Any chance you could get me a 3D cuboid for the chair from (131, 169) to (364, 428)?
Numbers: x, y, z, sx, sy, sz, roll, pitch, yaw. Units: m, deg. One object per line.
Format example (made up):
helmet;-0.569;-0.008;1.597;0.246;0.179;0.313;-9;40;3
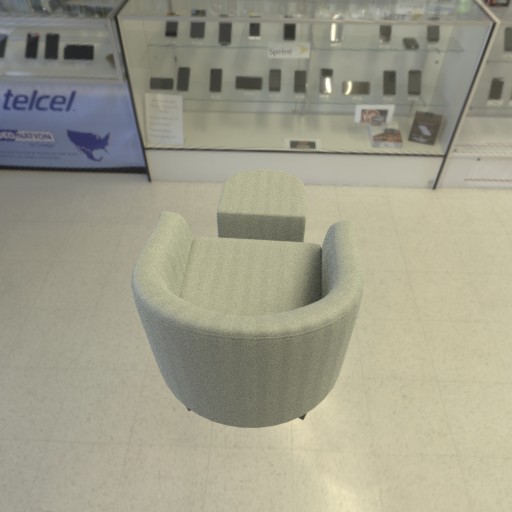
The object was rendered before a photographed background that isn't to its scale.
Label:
chair;0.000;0.000;1.821;0.756;0.757;1.288;3;46;3
